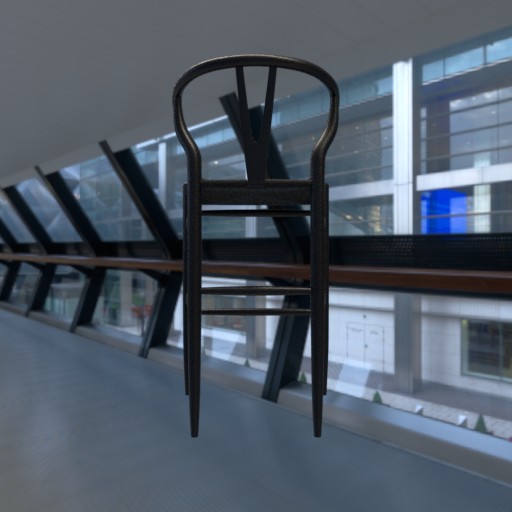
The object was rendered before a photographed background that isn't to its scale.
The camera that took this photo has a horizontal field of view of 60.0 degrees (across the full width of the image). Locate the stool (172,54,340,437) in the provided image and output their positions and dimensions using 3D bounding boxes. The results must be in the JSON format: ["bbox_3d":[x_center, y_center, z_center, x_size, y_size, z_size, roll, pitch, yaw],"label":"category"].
[{"bbox_3d":[0.000,0.000,1.454,0.569,1.072,0.579,0,0,0],"label":"stool"}]
